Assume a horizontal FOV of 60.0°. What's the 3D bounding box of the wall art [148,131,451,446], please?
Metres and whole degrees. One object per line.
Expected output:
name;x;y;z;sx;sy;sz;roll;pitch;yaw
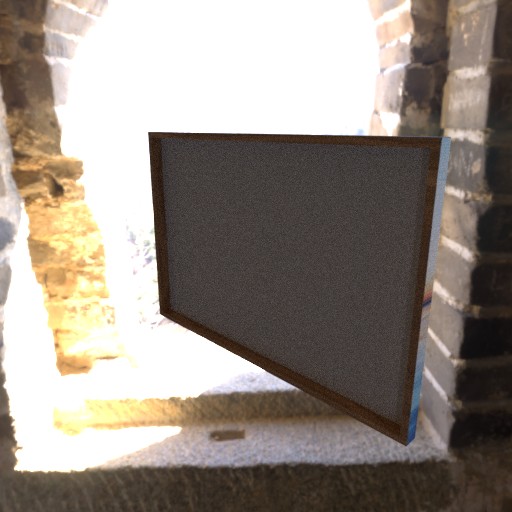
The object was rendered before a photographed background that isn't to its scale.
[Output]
wall art;0.000;0.000;1.136;0.037;0.605;0.911;-15;22;-42
